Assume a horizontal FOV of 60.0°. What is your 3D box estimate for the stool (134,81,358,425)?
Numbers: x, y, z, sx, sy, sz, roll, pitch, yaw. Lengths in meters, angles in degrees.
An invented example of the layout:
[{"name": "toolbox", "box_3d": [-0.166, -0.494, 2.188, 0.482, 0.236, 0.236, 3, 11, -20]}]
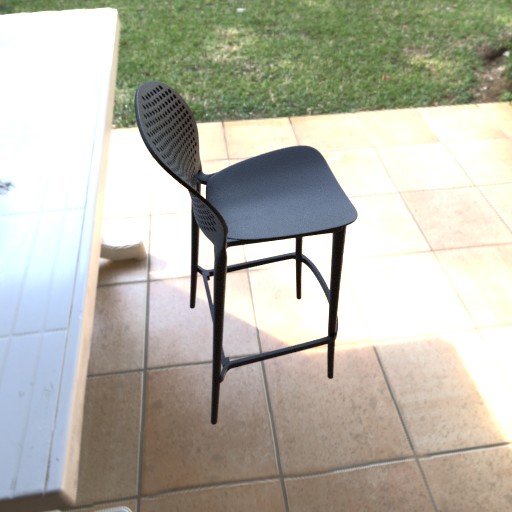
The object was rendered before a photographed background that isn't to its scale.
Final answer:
[{"name": "stool", "box_3d": [0.000, 0.000, 1.371, 0.535, 1.045, 0.536, -10, 47, -10]}]
